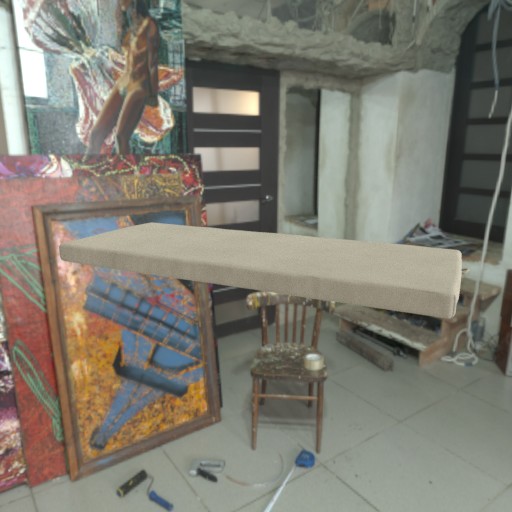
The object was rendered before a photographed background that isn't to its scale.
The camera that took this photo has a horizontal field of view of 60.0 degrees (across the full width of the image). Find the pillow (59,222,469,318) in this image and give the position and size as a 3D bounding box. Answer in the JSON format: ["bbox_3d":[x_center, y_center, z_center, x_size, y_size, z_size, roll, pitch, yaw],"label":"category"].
[{"bbox_3d":[0.000,0.000,1.361,1.187,0.081,0.492,7,15,25],"label":"pillow"}]
